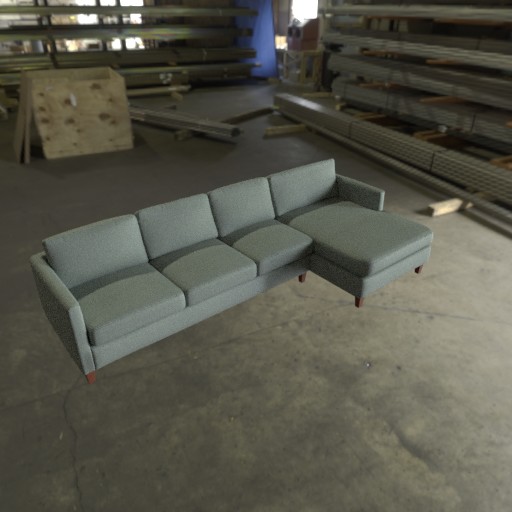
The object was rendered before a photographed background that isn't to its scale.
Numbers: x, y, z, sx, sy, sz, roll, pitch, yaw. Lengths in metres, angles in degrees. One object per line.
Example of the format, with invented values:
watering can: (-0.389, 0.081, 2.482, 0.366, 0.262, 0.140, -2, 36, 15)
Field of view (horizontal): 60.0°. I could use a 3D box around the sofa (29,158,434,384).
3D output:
sofa: (0.000, 0.000, 4.099, 3.471, 0.950, 1.604, -22, 36, -33)
